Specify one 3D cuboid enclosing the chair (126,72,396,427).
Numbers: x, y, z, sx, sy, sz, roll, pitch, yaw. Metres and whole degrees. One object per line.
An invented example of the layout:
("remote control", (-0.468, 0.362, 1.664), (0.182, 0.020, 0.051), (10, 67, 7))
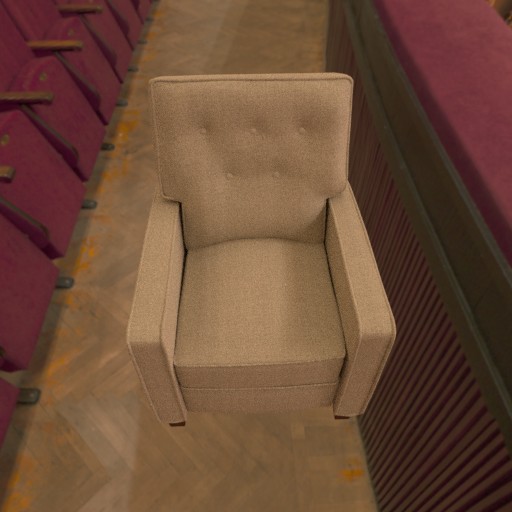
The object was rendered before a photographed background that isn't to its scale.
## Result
("chair", (0.000, 0.000, 1.362), (0.648, 0.888, 0.754), (-2, 47, -2))
